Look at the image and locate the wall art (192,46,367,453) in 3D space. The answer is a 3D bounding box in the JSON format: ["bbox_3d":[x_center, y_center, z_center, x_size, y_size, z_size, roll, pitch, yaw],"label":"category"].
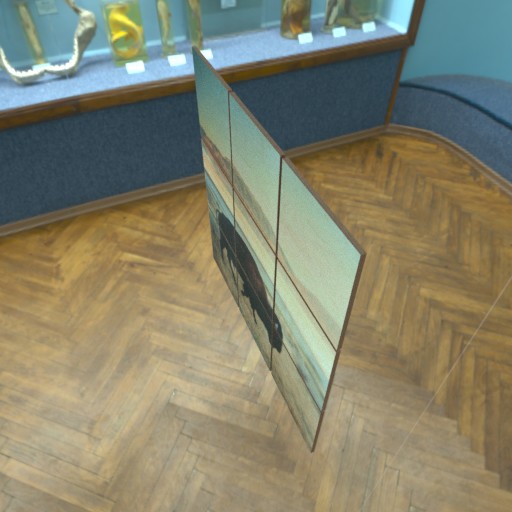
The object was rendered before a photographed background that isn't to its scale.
[{"bbox_3d":[0.000,0.000,1.339,0.018,0.904,0.906,-17,49,-16],"label":"wall art"}]
